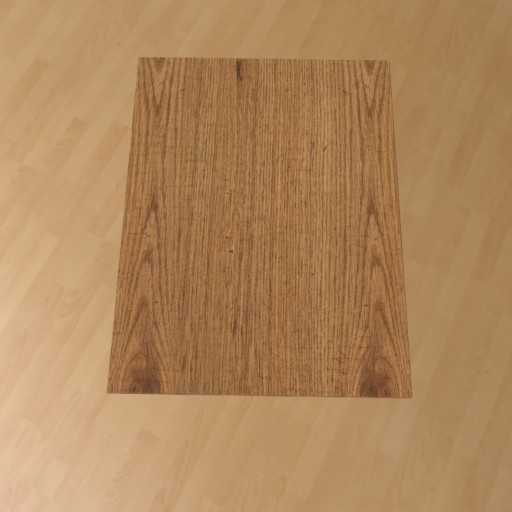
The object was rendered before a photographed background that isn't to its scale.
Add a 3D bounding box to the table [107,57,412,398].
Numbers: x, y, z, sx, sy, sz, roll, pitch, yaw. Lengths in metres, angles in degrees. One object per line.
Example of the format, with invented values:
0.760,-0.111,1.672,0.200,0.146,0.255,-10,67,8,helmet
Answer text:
0.000,0.000,1.053,0.494,0.625,0.601,1,76,0,table
